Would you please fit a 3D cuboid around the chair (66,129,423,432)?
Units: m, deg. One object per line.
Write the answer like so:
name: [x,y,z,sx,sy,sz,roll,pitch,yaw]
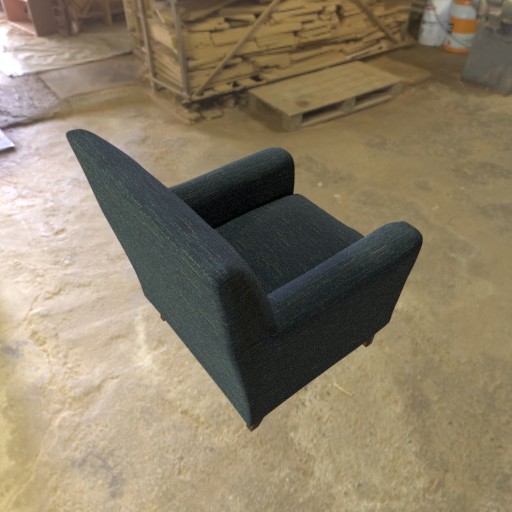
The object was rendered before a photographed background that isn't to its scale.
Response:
chair: [0.000,0.000,1.643,0.873,0.928,0.864,-27,48,-27]
